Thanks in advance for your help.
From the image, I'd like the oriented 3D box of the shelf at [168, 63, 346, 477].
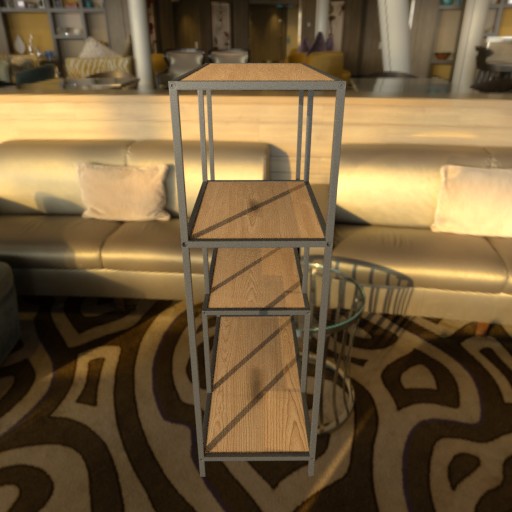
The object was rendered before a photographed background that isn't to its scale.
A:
[{"bbox_3d":[0.000,0.000,1.465,0.350,1.138,0.770,0,26,0],"label":"shelf"}]
